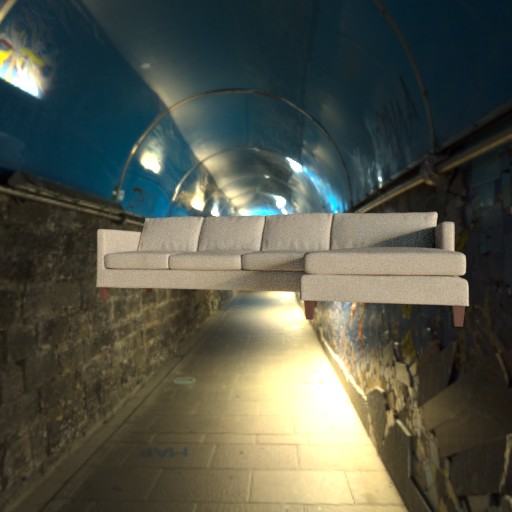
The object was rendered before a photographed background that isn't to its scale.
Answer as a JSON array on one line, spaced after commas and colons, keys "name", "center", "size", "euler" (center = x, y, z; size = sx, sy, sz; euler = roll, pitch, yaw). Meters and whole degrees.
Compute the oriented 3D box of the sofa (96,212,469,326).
[{"name": "sofa", "center": [0.000, 0.000, 3.885], "size": [3.186, 0.846, 1.625], "euler": [0, 0, 18]}]
